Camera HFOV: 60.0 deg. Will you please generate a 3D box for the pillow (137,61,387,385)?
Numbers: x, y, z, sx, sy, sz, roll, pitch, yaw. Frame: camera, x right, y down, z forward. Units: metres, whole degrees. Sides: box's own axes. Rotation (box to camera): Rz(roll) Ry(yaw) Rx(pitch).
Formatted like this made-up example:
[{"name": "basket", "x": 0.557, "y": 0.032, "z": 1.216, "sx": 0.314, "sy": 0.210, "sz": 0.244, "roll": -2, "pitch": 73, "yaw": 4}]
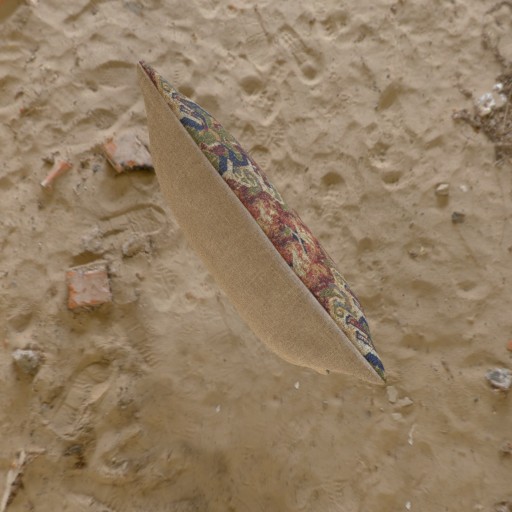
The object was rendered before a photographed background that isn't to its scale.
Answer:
[{"name": "pillow", "x": 0.000, "y": 0.000, "z": 0.789, "sx": 0.166, "sy": 0.506, "sz": 0.523, "roll": -35, "pitch": 79, "yaw": -8}]
